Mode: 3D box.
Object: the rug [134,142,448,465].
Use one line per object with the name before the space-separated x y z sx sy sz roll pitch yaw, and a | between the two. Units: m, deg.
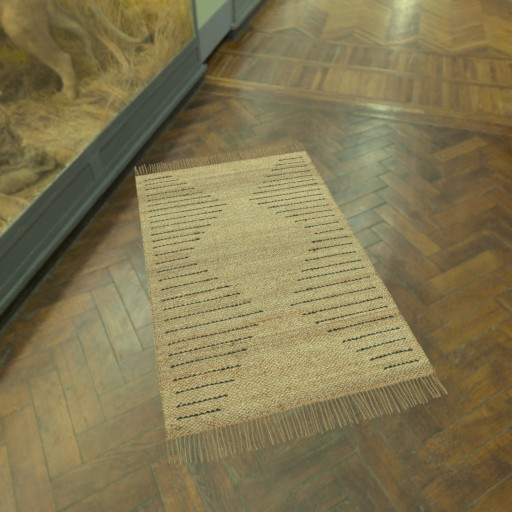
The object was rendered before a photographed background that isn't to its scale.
rug | 0.000 0.000 2.507 1.224 0.027 2.085 -11 48 -10
